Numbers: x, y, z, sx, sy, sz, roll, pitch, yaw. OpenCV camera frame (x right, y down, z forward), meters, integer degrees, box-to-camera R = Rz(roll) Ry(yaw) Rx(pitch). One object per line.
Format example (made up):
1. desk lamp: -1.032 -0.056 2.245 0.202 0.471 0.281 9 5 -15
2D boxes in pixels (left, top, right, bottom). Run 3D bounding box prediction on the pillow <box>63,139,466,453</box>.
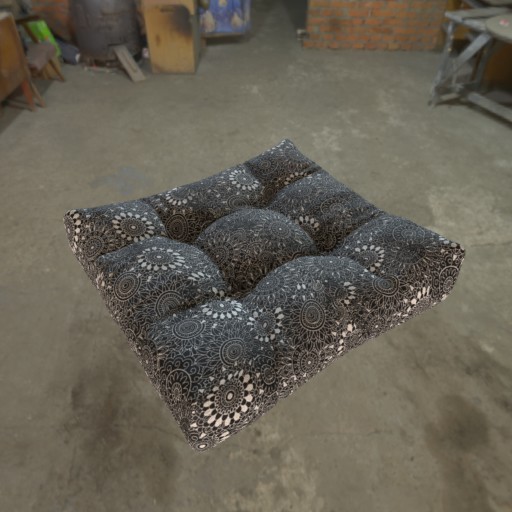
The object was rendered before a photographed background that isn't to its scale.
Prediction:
1. pillow: 0.000 0.000 0.734 0.490 0.128 0.468 -25 47 -26
